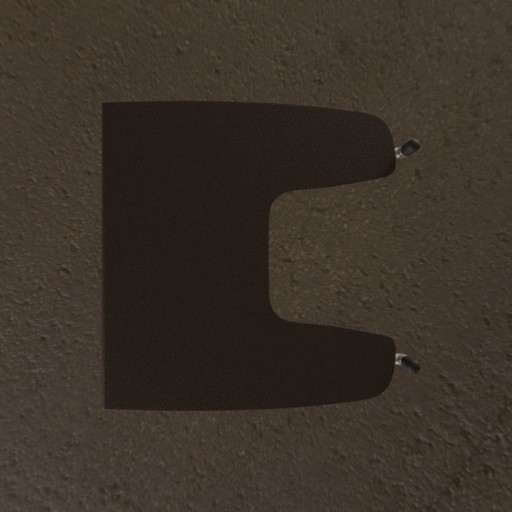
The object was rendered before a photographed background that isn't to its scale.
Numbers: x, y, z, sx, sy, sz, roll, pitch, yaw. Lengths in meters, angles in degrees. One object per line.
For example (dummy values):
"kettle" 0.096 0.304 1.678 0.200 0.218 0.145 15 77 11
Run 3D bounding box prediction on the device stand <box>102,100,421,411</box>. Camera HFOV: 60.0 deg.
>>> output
"device stand" 0.000 0.000 0.354 0.230 0.092 0.230 0 90 -1
